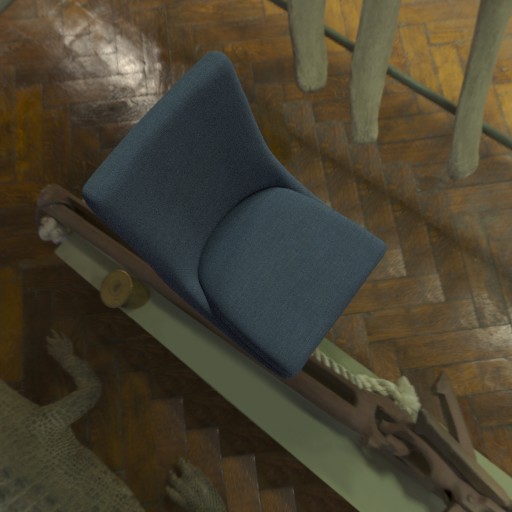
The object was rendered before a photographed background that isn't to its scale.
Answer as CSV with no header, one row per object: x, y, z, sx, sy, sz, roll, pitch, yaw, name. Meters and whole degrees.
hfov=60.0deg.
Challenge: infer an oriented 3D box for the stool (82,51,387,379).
0.000,0.000,1.304,0.577,0.981,0.470,37,79,8,stool
